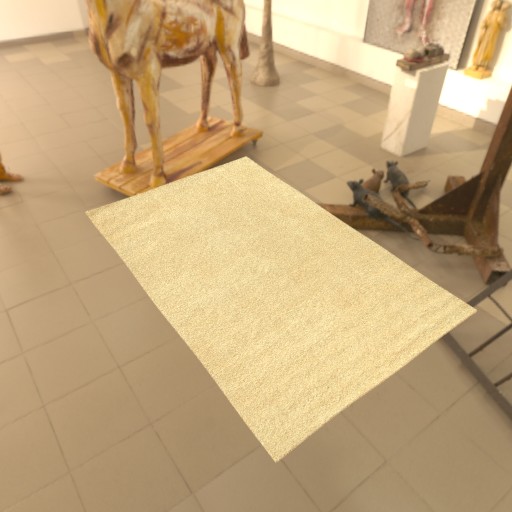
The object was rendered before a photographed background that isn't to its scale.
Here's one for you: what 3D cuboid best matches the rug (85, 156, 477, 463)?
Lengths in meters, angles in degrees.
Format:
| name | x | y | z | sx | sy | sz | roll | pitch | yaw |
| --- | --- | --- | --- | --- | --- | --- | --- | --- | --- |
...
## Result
| name | x | y | z | sx | sy | sz | roll | pitch | yaw |
| --- | --- | --- | --- | --- | --- | --- | --- | --- | --- |
| rug | 0.000 | 0.000 | 2.990 | 1.500 | 0.025 | 2.346 | -25 | 47 | -27 |
